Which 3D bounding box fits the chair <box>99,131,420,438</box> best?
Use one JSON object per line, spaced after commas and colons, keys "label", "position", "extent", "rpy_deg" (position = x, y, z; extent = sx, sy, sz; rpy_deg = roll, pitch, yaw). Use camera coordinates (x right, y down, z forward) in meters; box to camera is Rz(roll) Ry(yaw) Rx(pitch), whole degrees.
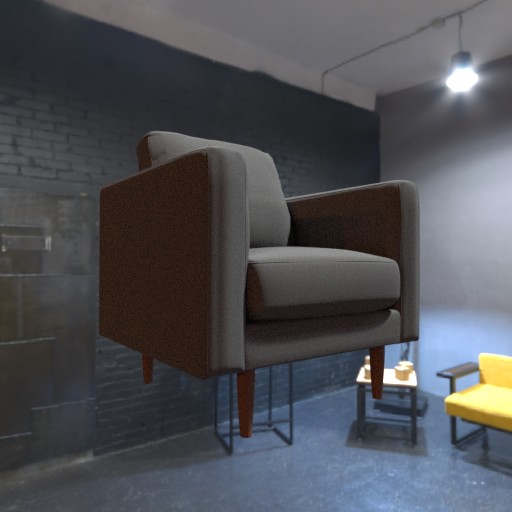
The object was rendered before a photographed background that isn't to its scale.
{"label": "chair", "position": [0.000, 0.000, 1.540], "extent": [0.854, 0.927, 0.800], "rpy_deg": [1, -1, -37]}
